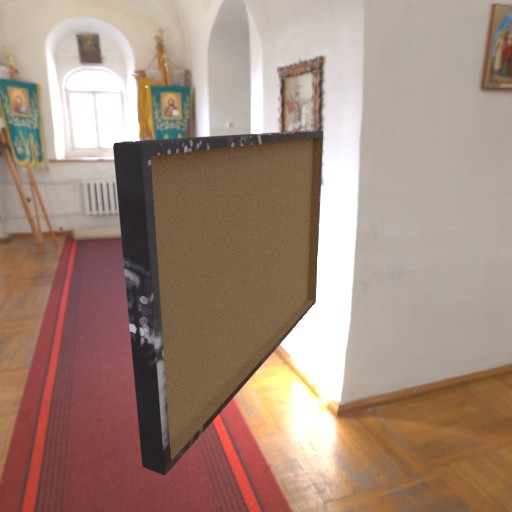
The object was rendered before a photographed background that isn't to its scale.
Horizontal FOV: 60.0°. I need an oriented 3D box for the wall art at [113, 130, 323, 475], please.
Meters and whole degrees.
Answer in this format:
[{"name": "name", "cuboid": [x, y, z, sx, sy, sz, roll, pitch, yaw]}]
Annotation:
[{"name": "wall art", "cuboid": [0.000, 0.000, 0.767, 0.037, 0.406, 0.609, 8, 19, 24]}]
